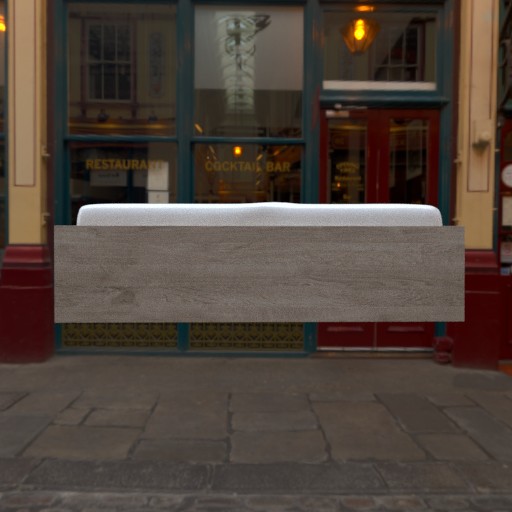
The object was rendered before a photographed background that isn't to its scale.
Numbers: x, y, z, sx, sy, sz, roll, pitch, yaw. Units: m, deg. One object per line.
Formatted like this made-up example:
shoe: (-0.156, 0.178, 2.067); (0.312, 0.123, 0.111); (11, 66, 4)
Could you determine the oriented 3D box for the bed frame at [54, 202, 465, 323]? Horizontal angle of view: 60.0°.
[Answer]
bed frame: (0.000, 0.000, 2.584); (1.490, 0.462, 1.950); (0, 1, -1)
